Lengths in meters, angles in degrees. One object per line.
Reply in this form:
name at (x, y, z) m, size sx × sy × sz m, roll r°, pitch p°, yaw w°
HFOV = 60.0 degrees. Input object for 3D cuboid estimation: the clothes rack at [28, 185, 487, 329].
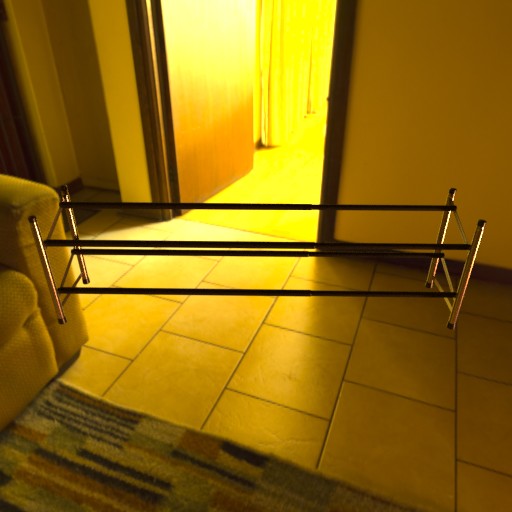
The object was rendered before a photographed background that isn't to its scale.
clothes rack at (0.000, 0.000, 1.304) m, size 1.168 × 0.349 × 0.229 m, roll 1°, pitch 32°, yaw 1°
